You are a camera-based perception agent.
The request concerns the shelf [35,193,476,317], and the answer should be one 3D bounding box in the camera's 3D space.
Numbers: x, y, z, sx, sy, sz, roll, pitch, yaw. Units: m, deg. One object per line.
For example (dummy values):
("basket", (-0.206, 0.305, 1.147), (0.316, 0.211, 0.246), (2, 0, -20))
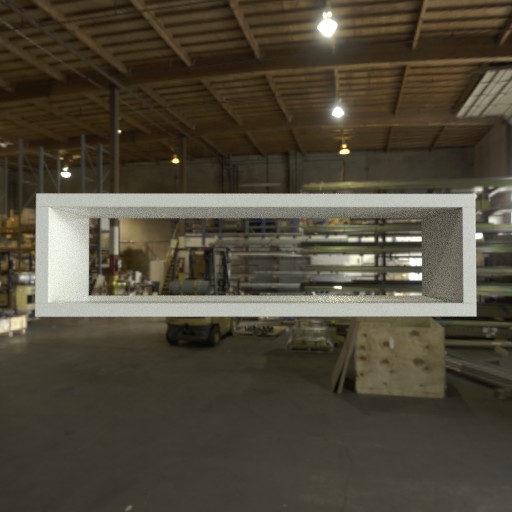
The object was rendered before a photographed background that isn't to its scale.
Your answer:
("shelf", (0.000, 0.000, 0.688), (0.610, 0.170, 0.150), (0, -1, 0))
